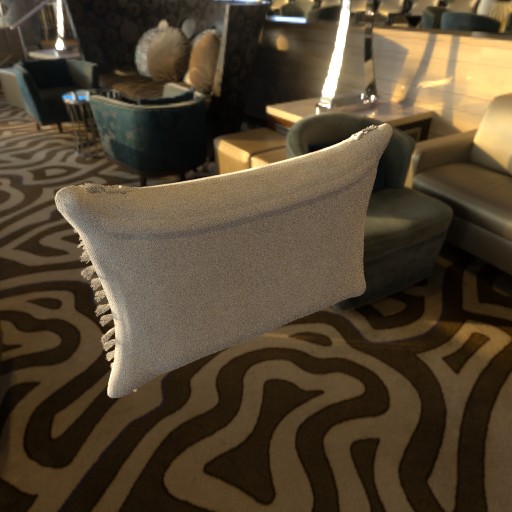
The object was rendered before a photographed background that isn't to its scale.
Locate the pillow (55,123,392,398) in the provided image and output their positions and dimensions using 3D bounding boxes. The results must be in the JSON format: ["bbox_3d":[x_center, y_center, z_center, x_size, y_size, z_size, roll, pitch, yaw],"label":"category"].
[{"bbox_3d":[0.000,0.000,0.614,0.466,0.305,0.084,-18,36,-27],"label":"pillow"}]
